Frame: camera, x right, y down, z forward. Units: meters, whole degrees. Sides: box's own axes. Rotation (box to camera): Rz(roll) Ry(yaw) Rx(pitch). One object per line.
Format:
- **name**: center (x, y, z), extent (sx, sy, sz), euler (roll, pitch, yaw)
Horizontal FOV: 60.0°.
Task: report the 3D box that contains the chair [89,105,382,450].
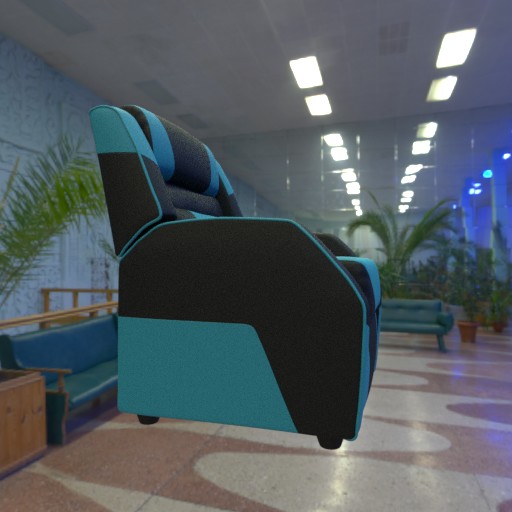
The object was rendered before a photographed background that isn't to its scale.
- **chair**: center (0.000, 0.000, 1.263), extent (0.672, 0.805, 0.620), euler (0, -1, 18)
